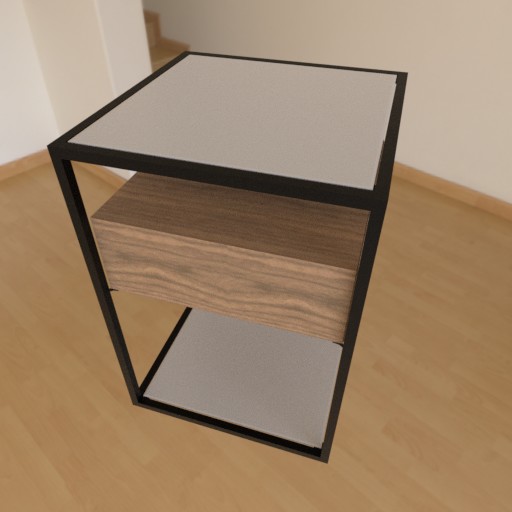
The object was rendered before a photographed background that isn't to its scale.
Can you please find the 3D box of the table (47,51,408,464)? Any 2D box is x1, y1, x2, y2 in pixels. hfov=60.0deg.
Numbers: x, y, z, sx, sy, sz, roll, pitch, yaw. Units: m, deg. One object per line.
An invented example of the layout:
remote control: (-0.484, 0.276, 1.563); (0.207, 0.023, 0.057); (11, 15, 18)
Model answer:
table: (0.000, 0.000, 0.770); (0.378, 0.540, 0.378); (11, 42, 13)
